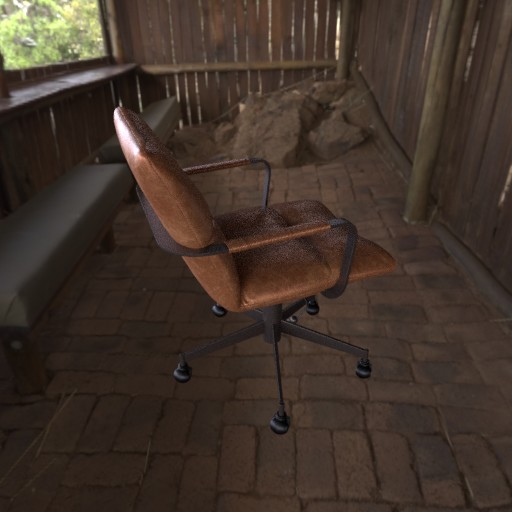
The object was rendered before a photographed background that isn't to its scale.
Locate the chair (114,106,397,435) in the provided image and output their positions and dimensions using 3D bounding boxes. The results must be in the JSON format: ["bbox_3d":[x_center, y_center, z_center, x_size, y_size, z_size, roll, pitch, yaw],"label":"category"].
[{"bbox_3d":[0.000,0.000,1.475,0.754,0.922,0.727,-10,30,-18],"label":"chair"}]
